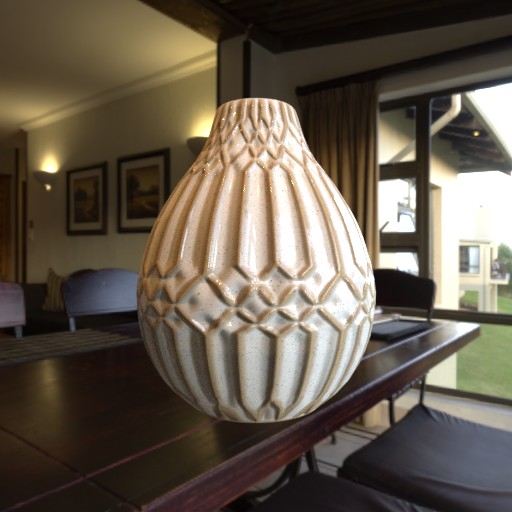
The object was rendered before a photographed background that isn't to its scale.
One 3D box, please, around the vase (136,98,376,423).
[{"bbox_3d":[0.000,0.000,0.305,0.159,0.200,0.159,0,0,0],"label":"vase"}]
